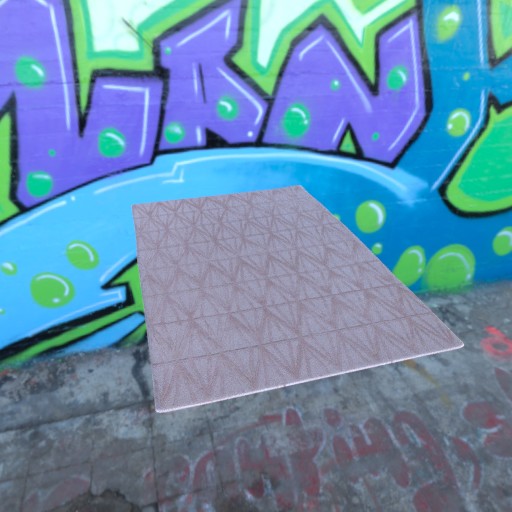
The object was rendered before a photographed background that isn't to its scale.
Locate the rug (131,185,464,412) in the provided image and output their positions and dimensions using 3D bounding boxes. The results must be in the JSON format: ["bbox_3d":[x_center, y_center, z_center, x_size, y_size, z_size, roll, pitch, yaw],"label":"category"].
[{"bbox_3d":[0.000,0.000,2.384,1.230,0.025,1.837,-8,31,-14],"label":"rug"}]
